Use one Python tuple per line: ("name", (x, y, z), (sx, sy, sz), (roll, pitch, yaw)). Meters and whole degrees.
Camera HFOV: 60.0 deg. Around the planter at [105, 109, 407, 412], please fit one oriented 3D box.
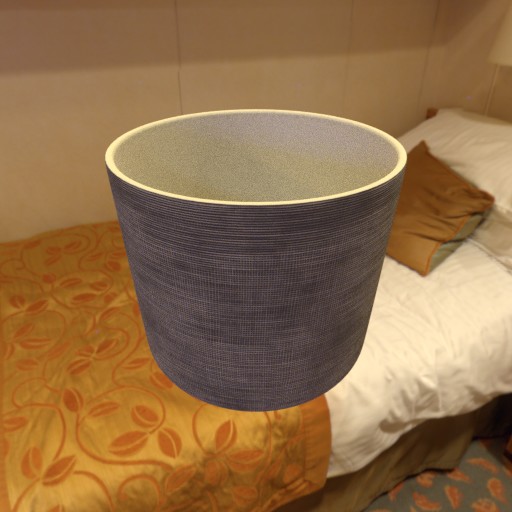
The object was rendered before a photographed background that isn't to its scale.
("planter", (0.000, 0.000, 0.774), (0.440, 0.398, 0.440), (0, 31, 0))
